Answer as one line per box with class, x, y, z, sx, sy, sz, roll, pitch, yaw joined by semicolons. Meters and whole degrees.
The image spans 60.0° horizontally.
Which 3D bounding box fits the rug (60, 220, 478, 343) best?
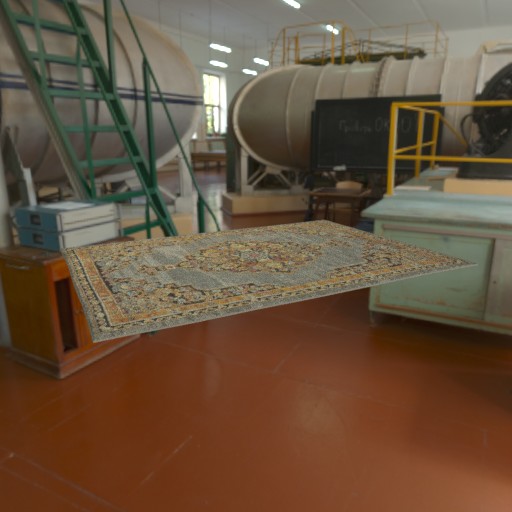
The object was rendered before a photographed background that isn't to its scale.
rug;0.000;0.000;3.937;3.063;0.024;2.158;-8;18;-26
